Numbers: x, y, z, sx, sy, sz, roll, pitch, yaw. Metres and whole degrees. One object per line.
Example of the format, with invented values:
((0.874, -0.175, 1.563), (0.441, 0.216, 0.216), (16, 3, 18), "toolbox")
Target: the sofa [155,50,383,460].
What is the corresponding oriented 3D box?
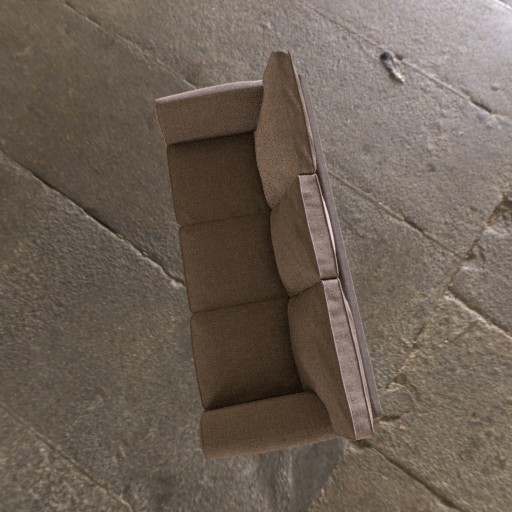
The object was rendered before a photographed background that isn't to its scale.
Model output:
((0.000, 0.000, 2.612), (0.916, 0.961, 2.084), (-10, 77, -2), "sofa")
